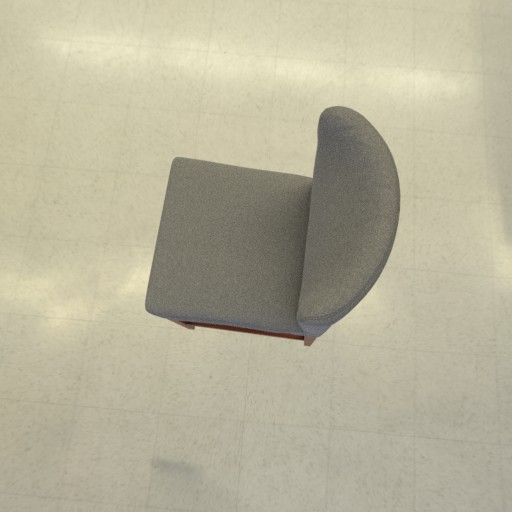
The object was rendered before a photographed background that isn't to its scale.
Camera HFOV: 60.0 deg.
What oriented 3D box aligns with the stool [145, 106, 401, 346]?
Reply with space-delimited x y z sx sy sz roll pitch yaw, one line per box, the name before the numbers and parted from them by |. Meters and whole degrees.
stool | 0.000 0.000 1.378 0.568 1.069 0.481 7 76 2
